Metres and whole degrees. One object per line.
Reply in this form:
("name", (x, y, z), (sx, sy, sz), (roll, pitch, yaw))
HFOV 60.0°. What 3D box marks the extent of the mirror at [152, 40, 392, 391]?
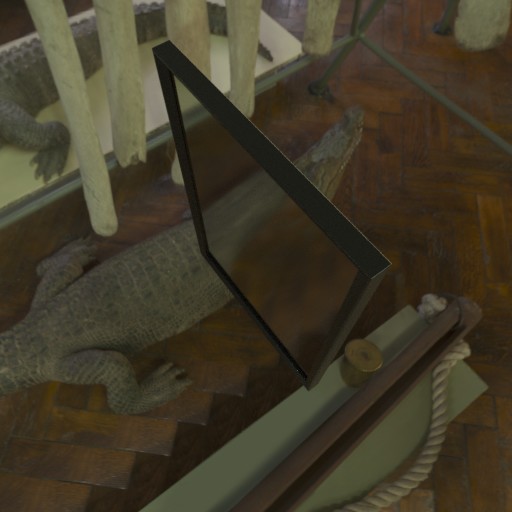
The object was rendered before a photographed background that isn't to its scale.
("mirror", (0.000, 0.000, 0.937), (0.039, 0.710, 0.507), (-34, 68, -16))
